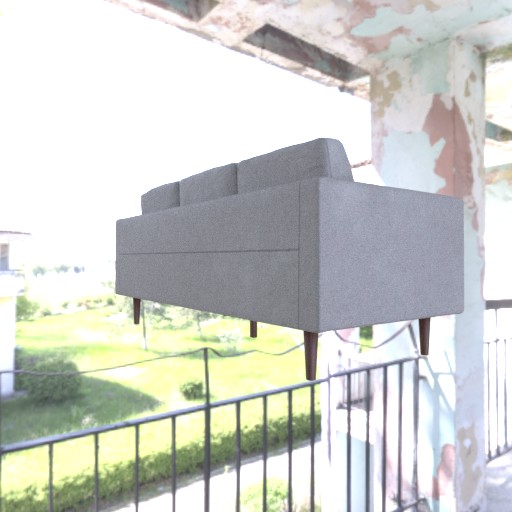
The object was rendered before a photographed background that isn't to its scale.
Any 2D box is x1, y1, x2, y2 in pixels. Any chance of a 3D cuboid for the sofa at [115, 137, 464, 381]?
[{"bbox_3d":[0.000,0.000,2.508,0.944,0.918,1.983,0,0,-36],"label":"sofa"}]
